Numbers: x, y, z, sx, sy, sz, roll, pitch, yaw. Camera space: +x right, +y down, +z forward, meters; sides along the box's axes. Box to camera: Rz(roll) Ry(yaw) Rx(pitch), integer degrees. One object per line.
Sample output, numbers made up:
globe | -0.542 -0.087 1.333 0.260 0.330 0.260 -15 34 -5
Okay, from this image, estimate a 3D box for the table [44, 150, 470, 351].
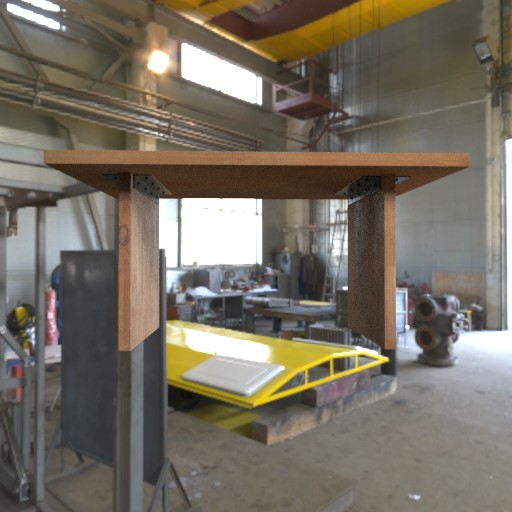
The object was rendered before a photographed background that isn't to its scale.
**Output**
table | 0.000 0.000 2.140 1.609 0.780 0.946 0 0 -2
